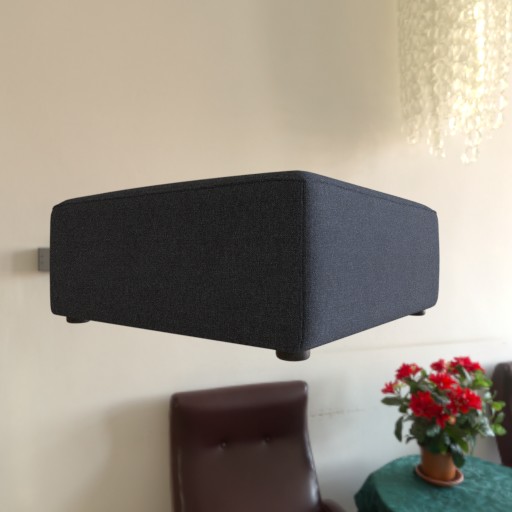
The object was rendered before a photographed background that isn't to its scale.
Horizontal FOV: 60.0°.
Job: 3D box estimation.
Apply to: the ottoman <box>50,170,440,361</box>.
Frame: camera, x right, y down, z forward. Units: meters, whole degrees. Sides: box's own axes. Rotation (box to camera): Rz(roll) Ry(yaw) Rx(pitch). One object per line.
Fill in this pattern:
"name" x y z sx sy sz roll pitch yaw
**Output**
"ottoman" 0.000 0.000 1.559 1.000 0.439 1.000 0 1 37
